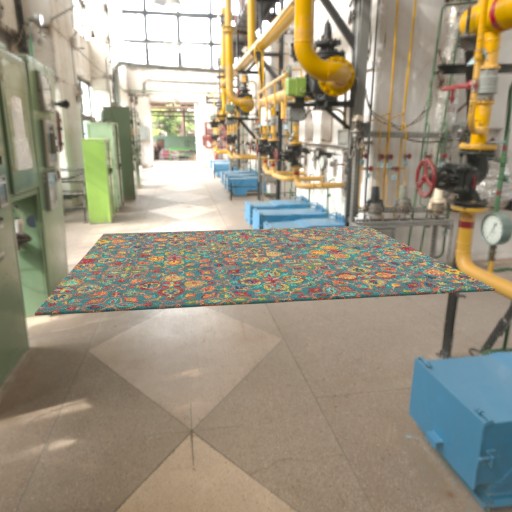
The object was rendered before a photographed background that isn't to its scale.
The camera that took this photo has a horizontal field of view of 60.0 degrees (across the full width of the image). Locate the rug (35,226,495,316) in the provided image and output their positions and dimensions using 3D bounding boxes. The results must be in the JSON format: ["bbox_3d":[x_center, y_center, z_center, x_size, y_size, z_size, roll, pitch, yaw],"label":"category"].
[{"bbox_3d":[0.000,0.000,4.189,3.204,0.025,2.434,-2,15,-8],"label":"rug"}]
